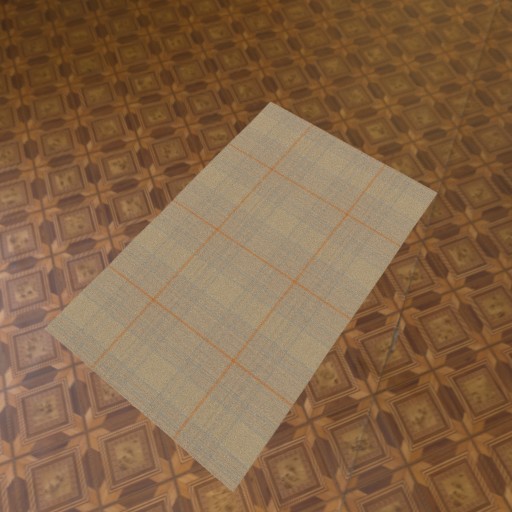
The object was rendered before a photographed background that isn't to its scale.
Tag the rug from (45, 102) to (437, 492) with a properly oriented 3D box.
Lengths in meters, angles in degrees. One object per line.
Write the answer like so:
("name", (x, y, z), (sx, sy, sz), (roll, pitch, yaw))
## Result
("rug", (0.000, 0.000, 3.047), (1.527, 0.016, 2.442), (34, 68, 16))
